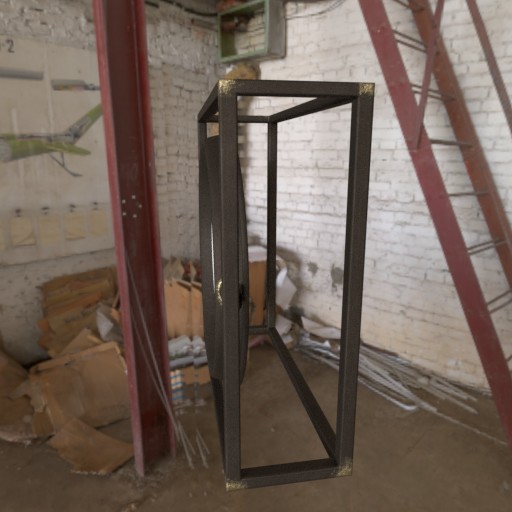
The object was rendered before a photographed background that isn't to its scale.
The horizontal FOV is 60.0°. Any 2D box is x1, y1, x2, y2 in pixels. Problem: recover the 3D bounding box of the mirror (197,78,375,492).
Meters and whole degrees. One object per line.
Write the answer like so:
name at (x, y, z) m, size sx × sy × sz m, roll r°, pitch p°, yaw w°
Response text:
mirror at (0.000, 0.000, 0.466) m, size 0.107 × 0.303 × 0.306 m, roll -2°, pitch 14°, yaw -10°
